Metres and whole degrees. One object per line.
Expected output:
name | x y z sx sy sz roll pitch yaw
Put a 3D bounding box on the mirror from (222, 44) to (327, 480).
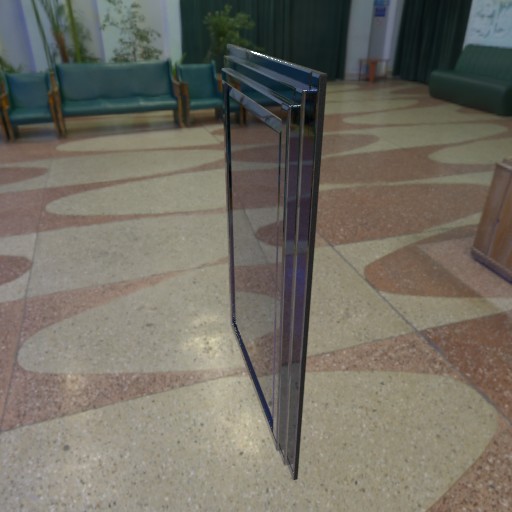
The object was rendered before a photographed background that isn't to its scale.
mirror | 0.000 0.000 1.102 0.039 0.914 0.613 -8 30 -14
